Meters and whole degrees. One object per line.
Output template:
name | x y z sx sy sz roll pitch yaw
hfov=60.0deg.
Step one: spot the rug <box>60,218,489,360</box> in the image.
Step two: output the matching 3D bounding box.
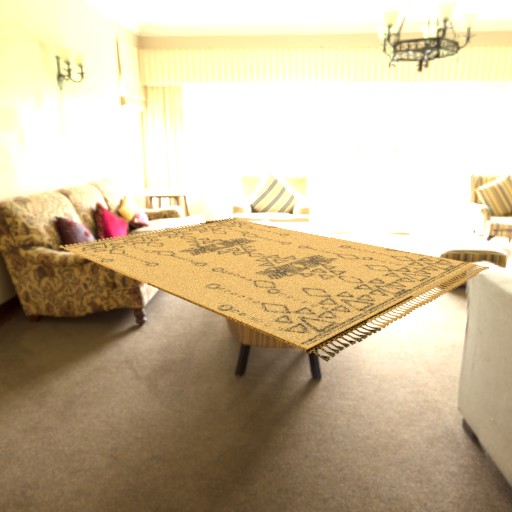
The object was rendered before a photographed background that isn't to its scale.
rug | 0.000 0.000 2.861 1.600 0.013 2.312 -14 21 -43
